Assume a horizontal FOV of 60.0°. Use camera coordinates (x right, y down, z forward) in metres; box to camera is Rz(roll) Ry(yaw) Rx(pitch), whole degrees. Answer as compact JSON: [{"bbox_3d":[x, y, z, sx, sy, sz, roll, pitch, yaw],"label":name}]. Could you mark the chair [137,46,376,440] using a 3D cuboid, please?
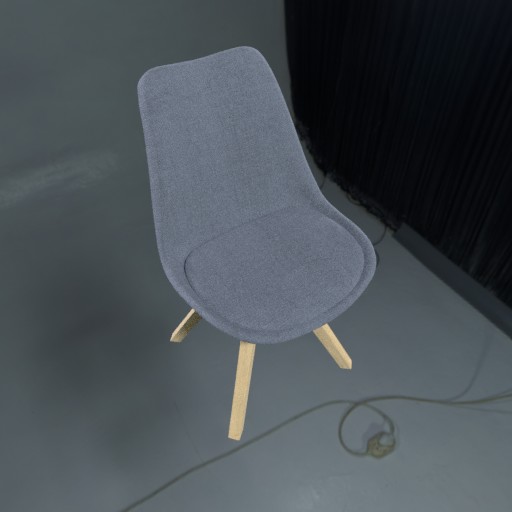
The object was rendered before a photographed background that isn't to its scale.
[{"bbox_3d":[0.000,0.000,1.158,0.485,0.850,0.550,-25,51,-22],"label":"chair"}]
